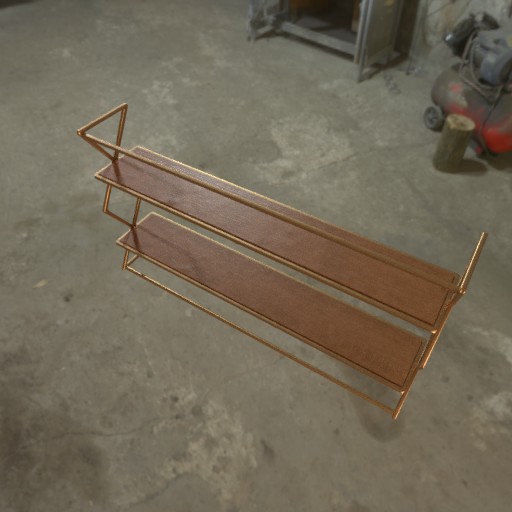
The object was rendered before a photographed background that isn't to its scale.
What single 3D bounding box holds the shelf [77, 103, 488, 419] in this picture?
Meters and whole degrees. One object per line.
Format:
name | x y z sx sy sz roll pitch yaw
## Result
shelf | 0.000 0.000 1.007 0.822 0.450 0.150 25 52 22
